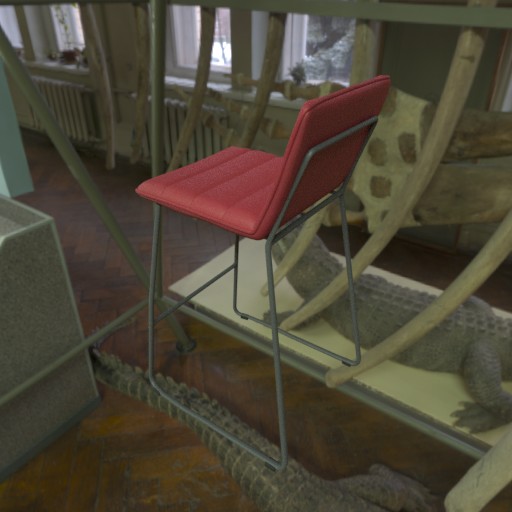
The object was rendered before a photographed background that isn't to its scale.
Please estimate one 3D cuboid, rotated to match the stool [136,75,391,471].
[{"bbox_3d":[0.000,0.000,1.218,0.524,0.937,0.489,20,36,30],"label":"stool"}]
